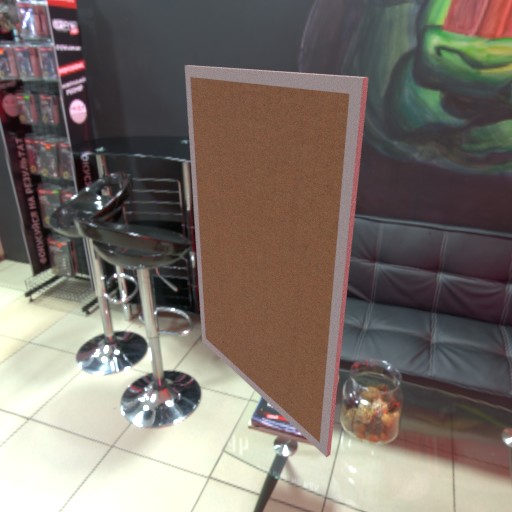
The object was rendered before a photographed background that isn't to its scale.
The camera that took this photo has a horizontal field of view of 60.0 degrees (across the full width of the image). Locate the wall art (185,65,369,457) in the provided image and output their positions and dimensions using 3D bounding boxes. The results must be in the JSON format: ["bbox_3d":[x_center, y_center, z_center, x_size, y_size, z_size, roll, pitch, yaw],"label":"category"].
[{"bbox_3d":[0.000,0.000,1.247,0.015,0.965,0.660,-18,31,-33],"label":"wall art"}]
